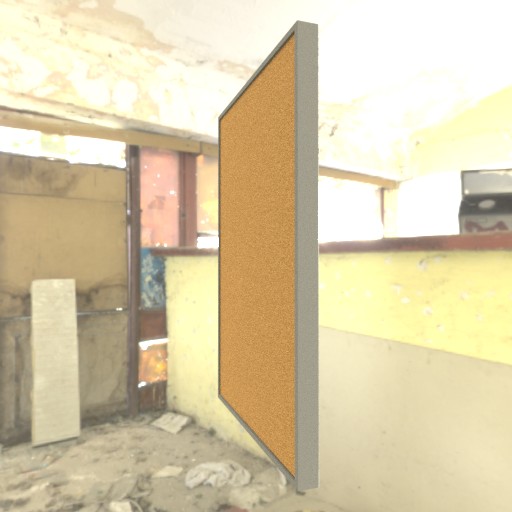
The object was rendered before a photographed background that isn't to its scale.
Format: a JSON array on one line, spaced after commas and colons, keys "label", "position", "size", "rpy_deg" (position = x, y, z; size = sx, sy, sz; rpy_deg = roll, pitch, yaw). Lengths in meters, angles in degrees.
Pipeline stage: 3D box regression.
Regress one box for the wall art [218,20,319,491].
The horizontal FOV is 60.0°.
[{"label": "wall art", "position": [0.000, 0.000, 0.955], "size": [0.039, 0.753, 0.511], "rpy_deg": [0, -1, -19]}]
